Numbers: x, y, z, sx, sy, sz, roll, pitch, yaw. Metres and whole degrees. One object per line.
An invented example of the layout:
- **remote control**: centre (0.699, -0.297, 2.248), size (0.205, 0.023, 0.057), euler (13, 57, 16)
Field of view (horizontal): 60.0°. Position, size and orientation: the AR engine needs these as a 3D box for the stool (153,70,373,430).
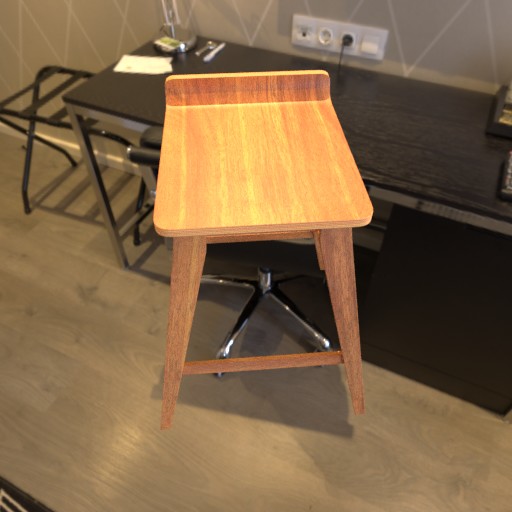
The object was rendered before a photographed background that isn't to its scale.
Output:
- **stool**: centre (0.000, 0.000, 1.014), size (0.500, 0.650, 0.500), euler (-3, 47, -3)
